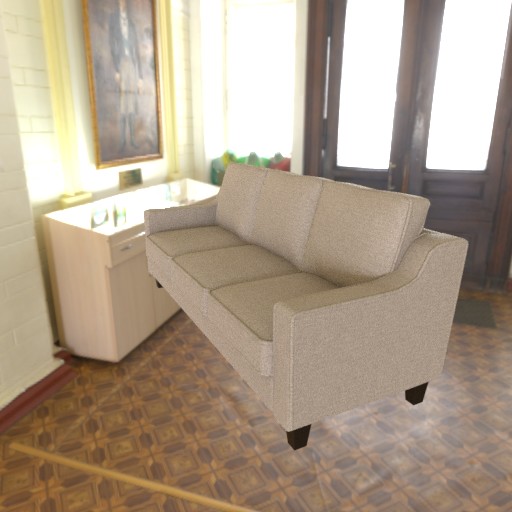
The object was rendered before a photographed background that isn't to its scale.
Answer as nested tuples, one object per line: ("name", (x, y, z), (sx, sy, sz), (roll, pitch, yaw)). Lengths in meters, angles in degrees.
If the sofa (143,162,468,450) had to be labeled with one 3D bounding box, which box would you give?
("sofa", (0.000, 0.000, 2.625), (0.899, 0.950, 2.129), (-8, 19, -26))
